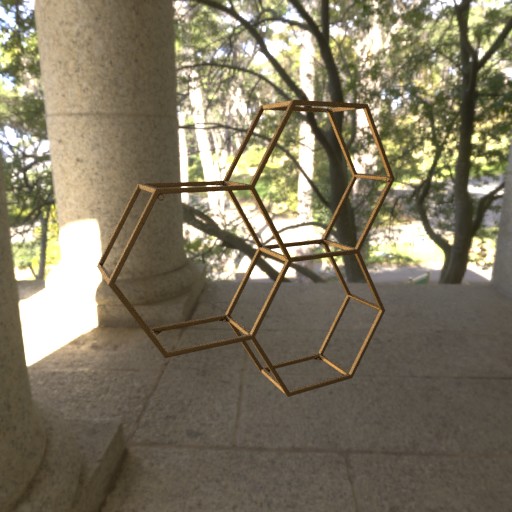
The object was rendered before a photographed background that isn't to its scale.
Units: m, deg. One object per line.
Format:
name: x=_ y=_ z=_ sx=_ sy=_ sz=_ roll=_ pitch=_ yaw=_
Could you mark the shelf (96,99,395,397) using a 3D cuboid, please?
shelf: x=0.000 y=0.000 z=1.061 sx=0.708 sy=0.701 sz=0.150 roll=-7 pitch=15 yaw=-27
